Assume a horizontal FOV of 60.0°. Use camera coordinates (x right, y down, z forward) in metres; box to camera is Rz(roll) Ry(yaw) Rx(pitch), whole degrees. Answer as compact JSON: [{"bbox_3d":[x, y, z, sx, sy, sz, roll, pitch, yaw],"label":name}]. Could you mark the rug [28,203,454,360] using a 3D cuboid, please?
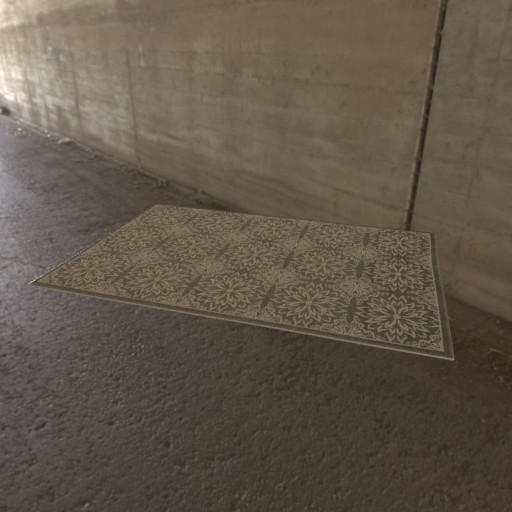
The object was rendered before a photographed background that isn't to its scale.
[{"bbox_3d":[0.000,0.000,3.483,2.746,0.018,1.819,8,27,15],"label":"rug"}]
